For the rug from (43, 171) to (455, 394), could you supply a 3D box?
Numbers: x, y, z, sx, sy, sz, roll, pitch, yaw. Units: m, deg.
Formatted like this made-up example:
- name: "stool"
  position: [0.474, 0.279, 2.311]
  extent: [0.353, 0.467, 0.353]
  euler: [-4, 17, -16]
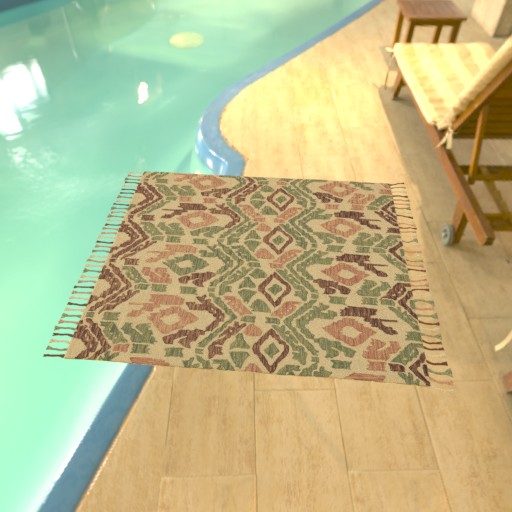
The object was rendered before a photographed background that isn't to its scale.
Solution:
- name: "rug"
  position: [0.000, 0.000, 4.043]
  extent: [3.048, 0.010, 2.438]
  euler: [3, 47, 3]
